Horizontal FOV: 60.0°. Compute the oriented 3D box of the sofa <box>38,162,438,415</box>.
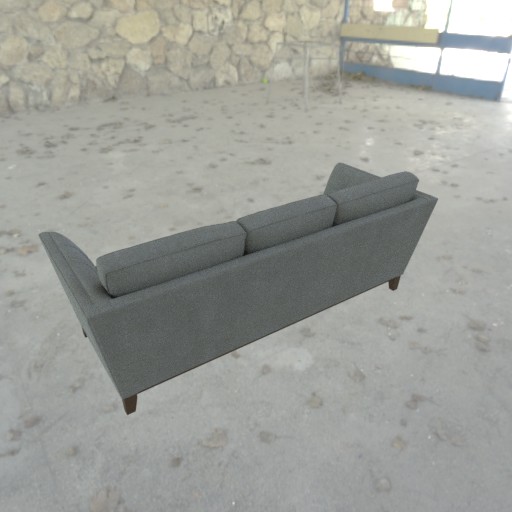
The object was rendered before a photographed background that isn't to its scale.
[{"bbox_3d":[0.000,0.000,2.941,2.387,0.940,0.965,-18,34,-30],"label":"sofa"}]
